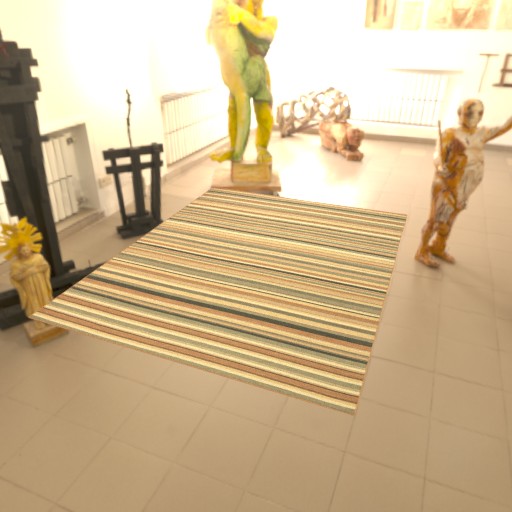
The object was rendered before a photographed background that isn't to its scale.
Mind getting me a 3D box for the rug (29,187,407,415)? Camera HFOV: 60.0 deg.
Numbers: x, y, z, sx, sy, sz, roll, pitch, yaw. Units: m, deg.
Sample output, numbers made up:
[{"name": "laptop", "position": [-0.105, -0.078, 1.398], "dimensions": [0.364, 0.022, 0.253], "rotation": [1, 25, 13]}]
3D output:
[{"name": "rug", "position": [0.000, 0.000, 4.133], "dimensions": [2.436, 0.011, 3.045], "rotation": [11, 31, 19]}]
